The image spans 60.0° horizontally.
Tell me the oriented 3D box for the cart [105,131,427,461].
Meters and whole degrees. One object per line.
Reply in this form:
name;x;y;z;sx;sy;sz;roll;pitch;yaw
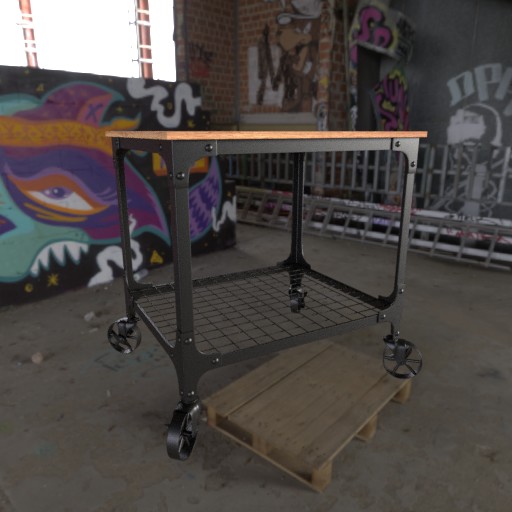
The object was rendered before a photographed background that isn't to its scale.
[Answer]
cart;0.000;0.000;1.115;0.666;0.603;0.558;-9;18;-28
